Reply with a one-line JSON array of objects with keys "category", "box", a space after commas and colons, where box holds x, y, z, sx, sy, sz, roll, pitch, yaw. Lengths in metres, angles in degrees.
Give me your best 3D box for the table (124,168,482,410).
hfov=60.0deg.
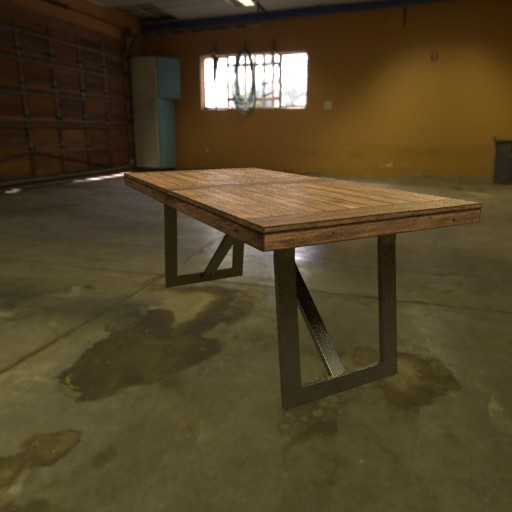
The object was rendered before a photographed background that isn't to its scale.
[{"category": "table", "box": [0.000, 0.000, 2.348, 0.931, 0.757, 1.867, -8, 18, -27]}]
